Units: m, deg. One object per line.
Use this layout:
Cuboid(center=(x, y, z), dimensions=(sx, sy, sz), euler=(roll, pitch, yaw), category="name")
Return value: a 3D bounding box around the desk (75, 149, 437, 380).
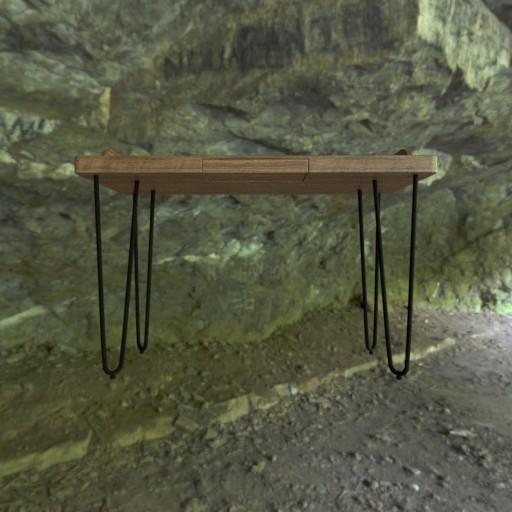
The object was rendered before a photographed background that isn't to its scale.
Cuboid(center=(0.000, 0.000, 1.731), dimensions=(1.200, 0.854, 0.565), euler=(0, 1, 0), category="desk")
